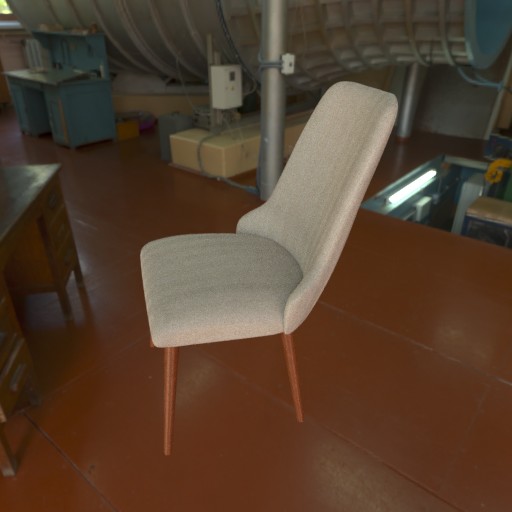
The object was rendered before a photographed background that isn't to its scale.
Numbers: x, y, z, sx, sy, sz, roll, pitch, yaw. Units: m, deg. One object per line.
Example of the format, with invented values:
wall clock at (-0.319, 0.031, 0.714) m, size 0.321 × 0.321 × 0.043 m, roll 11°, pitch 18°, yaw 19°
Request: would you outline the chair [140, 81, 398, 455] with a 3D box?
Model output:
chair at (0.000, 0.000, 1.315) m, size 0.684 × 0.917 × 0.526 m, roll -8°, pitch 30°, yaw -14°
